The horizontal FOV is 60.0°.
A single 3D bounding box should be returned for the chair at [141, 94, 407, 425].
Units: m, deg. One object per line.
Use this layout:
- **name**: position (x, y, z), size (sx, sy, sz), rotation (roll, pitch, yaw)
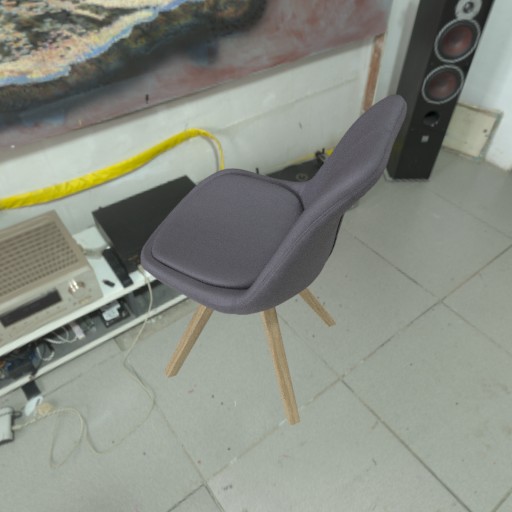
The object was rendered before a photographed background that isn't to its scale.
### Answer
- **chair**: position (0.000, 0.000, 1.165), size (0.547, 0.865, 0.483), rotation (17, 48, 16)
